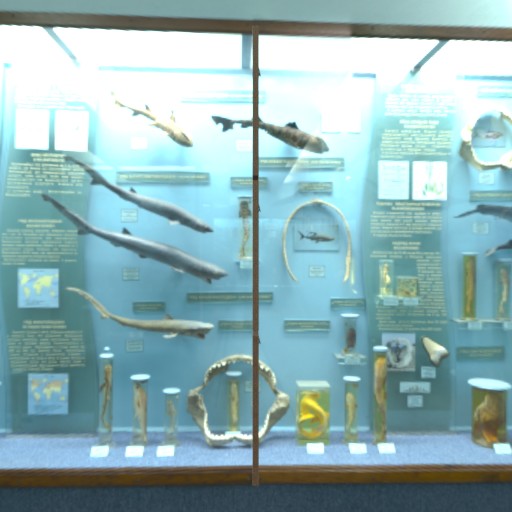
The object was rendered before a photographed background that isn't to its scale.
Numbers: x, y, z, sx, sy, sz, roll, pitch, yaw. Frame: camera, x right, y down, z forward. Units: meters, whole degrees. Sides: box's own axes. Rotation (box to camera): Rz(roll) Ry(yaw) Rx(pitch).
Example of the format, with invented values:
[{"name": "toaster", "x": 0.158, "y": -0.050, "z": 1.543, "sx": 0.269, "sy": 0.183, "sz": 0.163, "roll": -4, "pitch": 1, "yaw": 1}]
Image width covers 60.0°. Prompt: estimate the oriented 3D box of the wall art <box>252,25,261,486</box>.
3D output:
[{"name": "wall art", "x": 0.000, "y": 0.000, "z": 1.323, "sx": 0.018, "sy": 0.904, "sz": 0.906, "roll": 0, "pitch": 0, "yaw": 0}]
